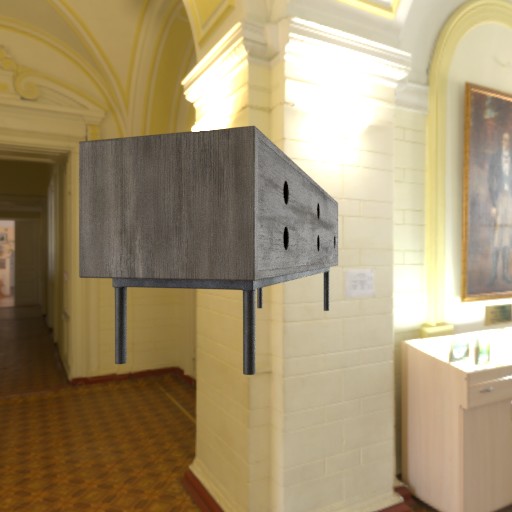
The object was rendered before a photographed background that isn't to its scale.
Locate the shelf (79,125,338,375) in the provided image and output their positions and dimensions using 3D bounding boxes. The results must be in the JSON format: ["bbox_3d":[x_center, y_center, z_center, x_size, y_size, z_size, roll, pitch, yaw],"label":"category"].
[{"bbox_3d":[0.000,0.000,1.512,0.400,0.495,1.300,0,0,17],"label":"shelf"}]
